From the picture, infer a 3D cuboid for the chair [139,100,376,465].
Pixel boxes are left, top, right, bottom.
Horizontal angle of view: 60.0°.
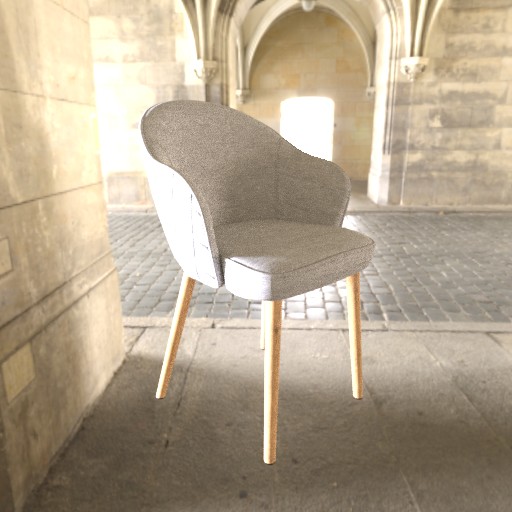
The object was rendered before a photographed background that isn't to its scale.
[{"bbox_3d":[0.000,0.000,1.163,0.540,0.800,0.530,-14,21,-43],"label":"chair"}]
